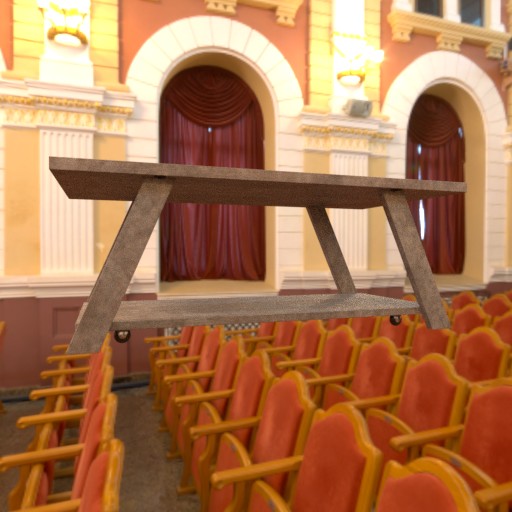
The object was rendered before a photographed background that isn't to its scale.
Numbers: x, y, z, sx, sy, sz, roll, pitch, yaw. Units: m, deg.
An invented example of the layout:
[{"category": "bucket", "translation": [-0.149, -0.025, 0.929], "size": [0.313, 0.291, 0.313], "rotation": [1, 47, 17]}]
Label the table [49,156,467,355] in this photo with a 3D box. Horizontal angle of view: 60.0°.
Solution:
[{"category": "table", "translation": [0.000, 0.000, 1.511], "size": [1.219, 0.470, 0.610], "rotation": [0, 1, -19]}]
